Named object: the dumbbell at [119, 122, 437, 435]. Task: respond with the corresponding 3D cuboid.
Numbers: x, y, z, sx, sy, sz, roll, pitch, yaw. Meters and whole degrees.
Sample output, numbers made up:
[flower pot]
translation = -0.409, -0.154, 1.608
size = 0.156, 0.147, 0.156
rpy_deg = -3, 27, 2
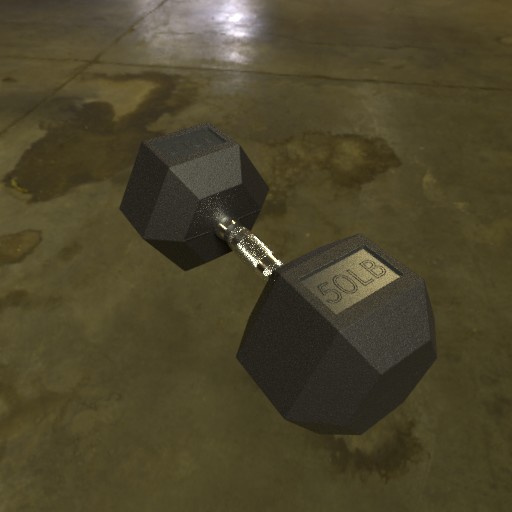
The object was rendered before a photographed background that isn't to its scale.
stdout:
[dumbbell]
translation = 0.000, 0.000, 0.467
size = 0.173, 0.150, 0.384
rpy_deg = -25, 48, -25
